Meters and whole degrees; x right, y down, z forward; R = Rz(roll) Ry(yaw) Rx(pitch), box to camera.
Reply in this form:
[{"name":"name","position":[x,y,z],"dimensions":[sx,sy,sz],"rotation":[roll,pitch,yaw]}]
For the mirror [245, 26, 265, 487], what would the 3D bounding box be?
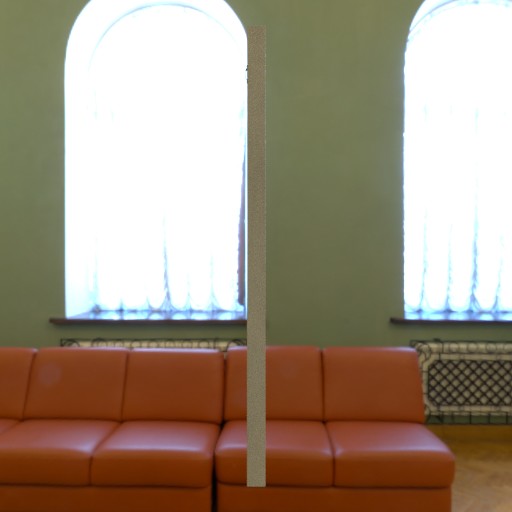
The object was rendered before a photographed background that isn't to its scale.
[{"name":"mirror","position":[0.000,0.000,1.184],"dimensions":[0.041,0.915,0.609],"rotation":[0,0,0]}]
